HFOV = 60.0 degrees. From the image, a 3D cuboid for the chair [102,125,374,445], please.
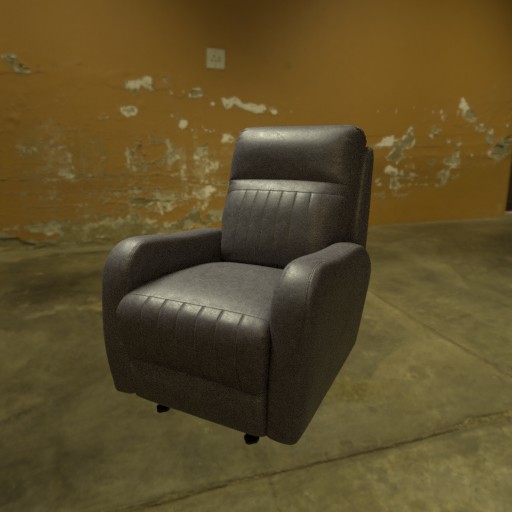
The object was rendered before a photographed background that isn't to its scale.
[{"bbox_3d":[0.000,0.000,1.858,0.865,1.067,1.067,8,17,27],"label":"chair"}]
